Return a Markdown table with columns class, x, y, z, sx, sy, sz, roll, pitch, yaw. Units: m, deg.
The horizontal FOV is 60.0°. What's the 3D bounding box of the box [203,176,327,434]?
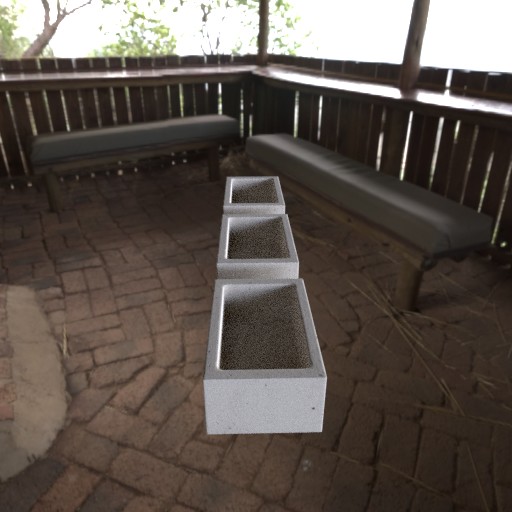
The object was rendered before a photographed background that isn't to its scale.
| class | x | y | z | sx | sy | sz | roll | pitch | yaw |
| --- | --- | --- | --- | --- | --- | --- | --- | --- | --- |
| box | 0.000 | 0.000 | 0.507 | 0.082 | 0.051 | 0.461 | -1 | 27 | -1 |
